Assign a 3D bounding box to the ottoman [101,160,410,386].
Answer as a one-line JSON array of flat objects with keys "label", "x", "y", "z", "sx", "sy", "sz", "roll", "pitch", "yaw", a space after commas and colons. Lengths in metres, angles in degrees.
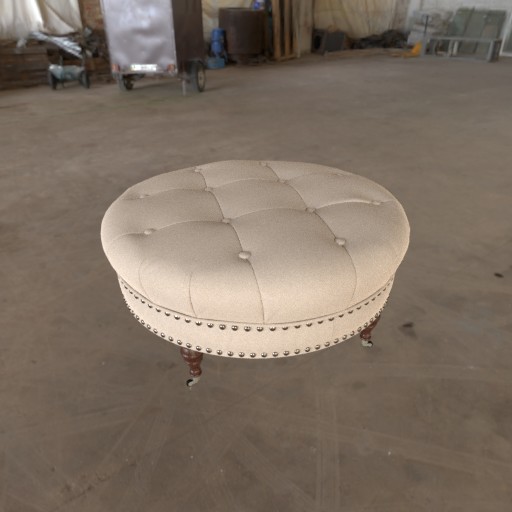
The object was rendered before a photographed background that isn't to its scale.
[{"label": "ottoman", "x": 0.000, "y": 0.000, "z": 1.416, "sx": 0.901, "sy": 0.439, "sz": 0.901, "roll": 0, "pitch": 30, "yaw": 0}]
